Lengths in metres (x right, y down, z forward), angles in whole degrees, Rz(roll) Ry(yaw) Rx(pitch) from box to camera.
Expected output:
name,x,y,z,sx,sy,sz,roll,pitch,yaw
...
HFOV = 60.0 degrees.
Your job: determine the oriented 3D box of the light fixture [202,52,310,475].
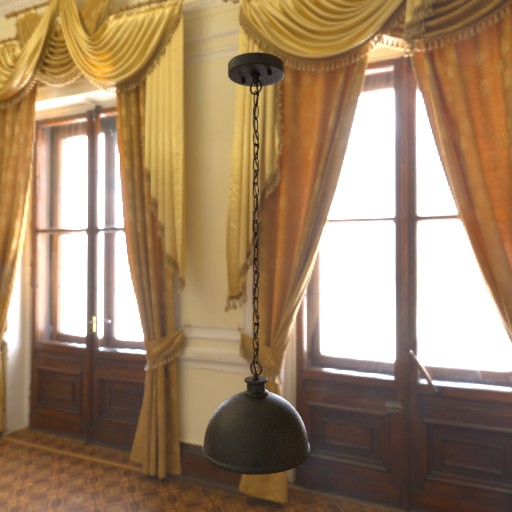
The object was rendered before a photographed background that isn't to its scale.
name,x,y,z,sx,sy,sz,roll,pitch,yaw
light fixture,0.000,0.000,1.259,0.304,1.090,0.304,-1,-1,36
